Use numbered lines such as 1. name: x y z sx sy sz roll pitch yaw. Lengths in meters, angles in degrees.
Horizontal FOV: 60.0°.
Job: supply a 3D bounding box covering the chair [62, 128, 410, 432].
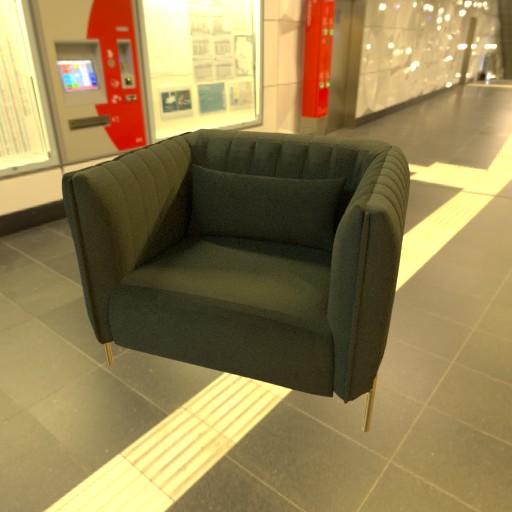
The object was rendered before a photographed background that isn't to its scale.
1. chair: 0.000 0.000 1.683 1.032 0.794 0.877 9 27 18
